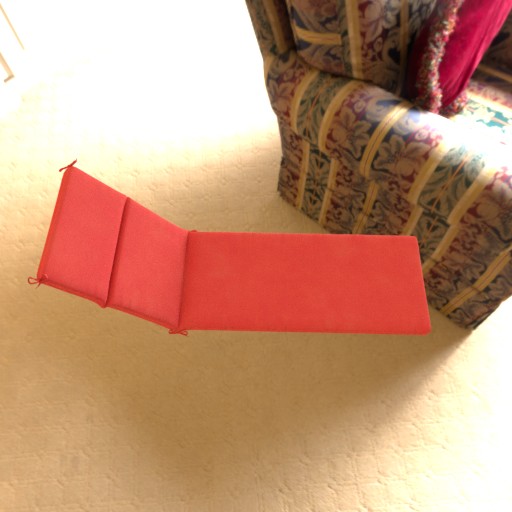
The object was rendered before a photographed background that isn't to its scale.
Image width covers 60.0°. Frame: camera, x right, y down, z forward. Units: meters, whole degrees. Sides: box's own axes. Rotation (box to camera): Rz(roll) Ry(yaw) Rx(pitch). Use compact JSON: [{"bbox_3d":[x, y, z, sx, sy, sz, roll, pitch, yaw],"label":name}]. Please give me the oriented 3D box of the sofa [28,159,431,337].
[{"bbox_3d":[0.000,0.000,1.974,1.663,0.622,0.582,1,64,1],"label":"sofa"}]
